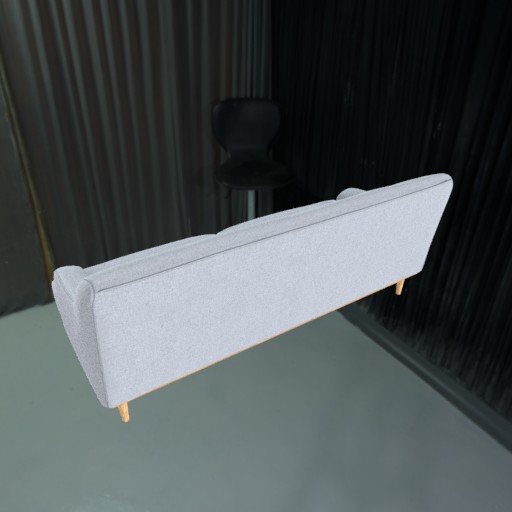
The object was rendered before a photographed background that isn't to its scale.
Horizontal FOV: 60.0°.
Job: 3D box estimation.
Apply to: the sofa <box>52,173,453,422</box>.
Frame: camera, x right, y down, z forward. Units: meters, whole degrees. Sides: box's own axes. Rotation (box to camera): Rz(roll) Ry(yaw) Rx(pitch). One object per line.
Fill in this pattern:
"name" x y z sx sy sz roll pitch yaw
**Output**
"sofa" 0.000 0.000 2.501 2.057 0.871 0.978 -18 35 -29
